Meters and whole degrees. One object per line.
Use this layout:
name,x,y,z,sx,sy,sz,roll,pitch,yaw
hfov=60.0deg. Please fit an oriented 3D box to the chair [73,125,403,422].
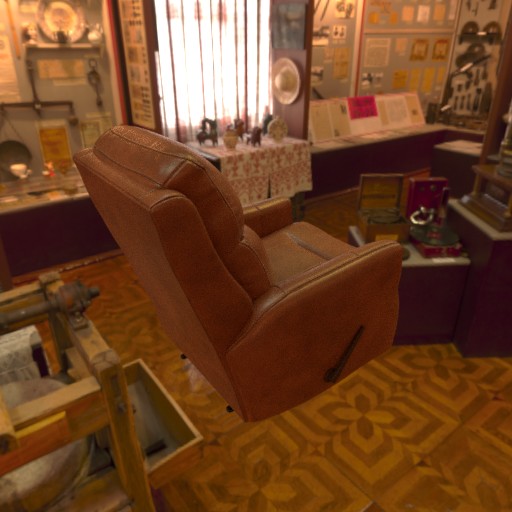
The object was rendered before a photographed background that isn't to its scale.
chair,0.000,0.000,1.731,1.072,1.016,0.821,-17,31,-31
